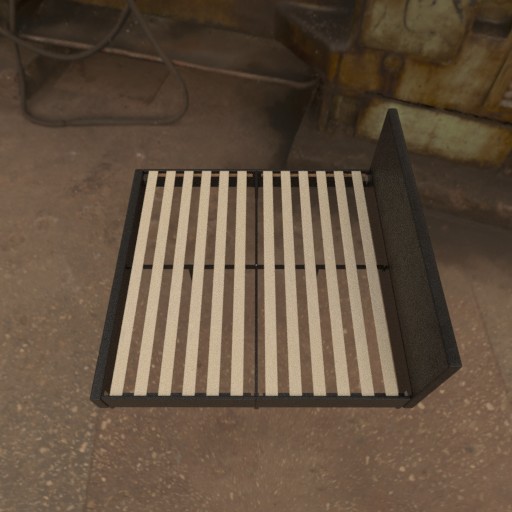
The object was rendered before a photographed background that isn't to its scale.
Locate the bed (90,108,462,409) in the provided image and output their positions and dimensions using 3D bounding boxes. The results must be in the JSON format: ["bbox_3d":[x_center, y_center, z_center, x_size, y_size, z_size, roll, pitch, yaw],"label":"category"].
[{"bbox_3d":[0.000,0.000,3.274,2.152,1.046,2.018,0,58,0],"label":"bed"}]
